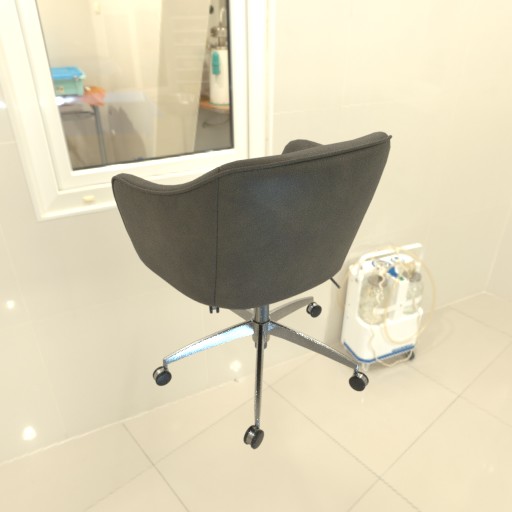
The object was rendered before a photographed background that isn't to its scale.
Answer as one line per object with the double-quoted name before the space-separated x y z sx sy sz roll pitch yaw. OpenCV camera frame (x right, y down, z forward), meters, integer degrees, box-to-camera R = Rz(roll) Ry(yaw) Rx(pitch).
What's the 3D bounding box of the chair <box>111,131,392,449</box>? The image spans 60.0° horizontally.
"chair" 0.000 0.000 1.388 0.713 0.827 0.689 -19 35 -29
